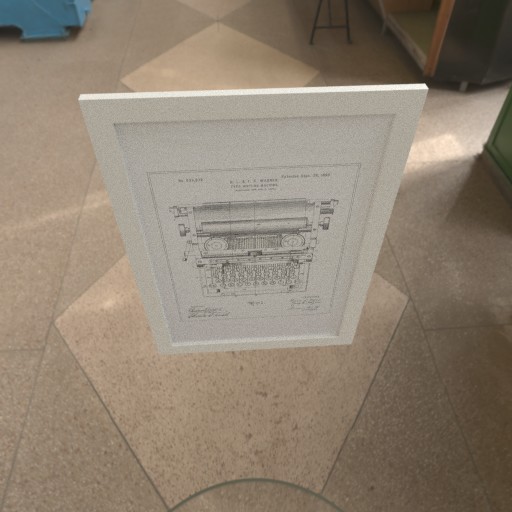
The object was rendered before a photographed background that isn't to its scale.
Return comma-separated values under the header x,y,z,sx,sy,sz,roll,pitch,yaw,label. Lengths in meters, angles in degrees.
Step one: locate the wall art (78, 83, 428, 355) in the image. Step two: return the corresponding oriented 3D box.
x,y,z,sx,sy,sz,roll,pitch,yaw,label
0.000,0.000,0.681,0.381,0.533,0.013,-3,48,-2,wall art
